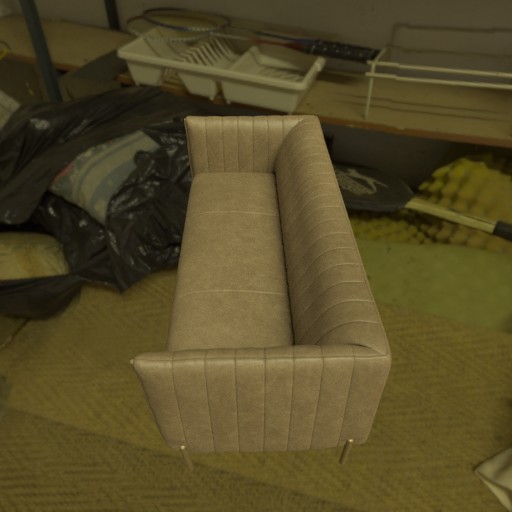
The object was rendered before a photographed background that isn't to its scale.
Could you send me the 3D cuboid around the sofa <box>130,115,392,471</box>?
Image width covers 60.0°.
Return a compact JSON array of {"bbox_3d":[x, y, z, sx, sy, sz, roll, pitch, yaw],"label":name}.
[{"bbox_3d":[0.000,0.000,2.400,0.876,0.779,1.980,-1,41,-1],"label":"sofa"}]
